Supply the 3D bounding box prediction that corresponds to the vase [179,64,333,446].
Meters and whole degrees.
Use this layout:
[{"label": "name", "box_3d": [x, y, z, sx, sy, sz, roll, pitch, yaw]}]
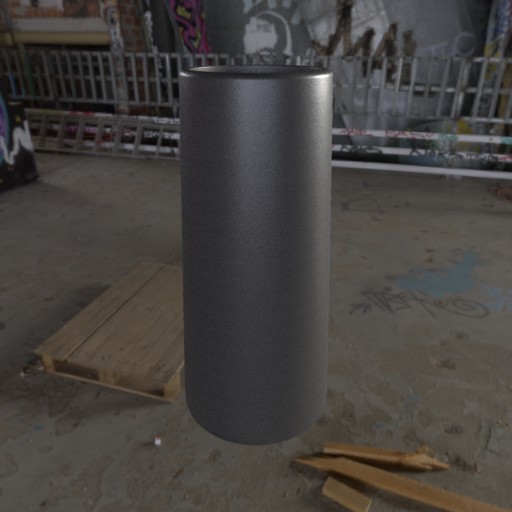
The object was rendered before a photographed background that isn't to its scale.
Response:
[{"label": "vase", "box_3d": [0.000, 0.000, 0.370, 0.136, 0.289, 0.136, 18, 31, 33]}]
